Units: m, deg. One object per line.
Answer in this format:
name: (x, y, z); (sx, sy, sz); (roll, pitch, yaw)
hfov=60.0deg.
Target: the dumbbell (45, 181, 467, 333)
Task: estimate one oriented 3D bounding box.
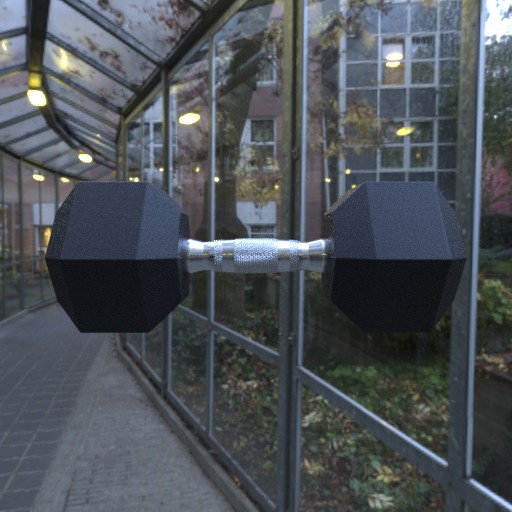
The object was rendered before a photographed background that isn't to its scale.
dumbbell: (0.000, 0.000, 0.396); (0.337, 0.123, 0.142); (0, 2, 0)
